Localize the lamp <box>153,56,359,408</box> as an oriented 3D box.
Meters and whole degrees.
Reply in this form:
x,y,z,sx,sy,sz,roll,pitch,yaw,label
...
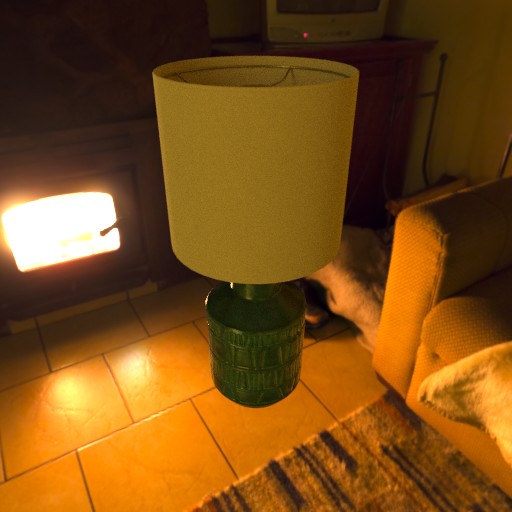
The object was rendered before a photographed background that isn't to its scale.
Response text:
x,y,z,sx,sy,sz,roll,pitch,yaw,label
0.000,0.000,0.578,0.211,0.455,0.211,22,37,33,lamp
